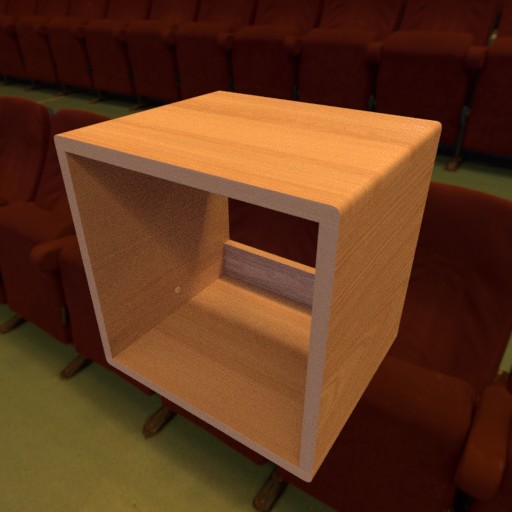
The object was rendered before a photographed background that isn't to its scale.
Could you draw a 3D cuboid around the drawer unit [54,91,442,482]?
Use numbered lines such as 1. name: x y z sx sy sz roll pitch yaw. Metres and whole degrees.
1. drawer unit: 0.000 0.000 0.598 0.344 0.344 0.290 19 36 28
